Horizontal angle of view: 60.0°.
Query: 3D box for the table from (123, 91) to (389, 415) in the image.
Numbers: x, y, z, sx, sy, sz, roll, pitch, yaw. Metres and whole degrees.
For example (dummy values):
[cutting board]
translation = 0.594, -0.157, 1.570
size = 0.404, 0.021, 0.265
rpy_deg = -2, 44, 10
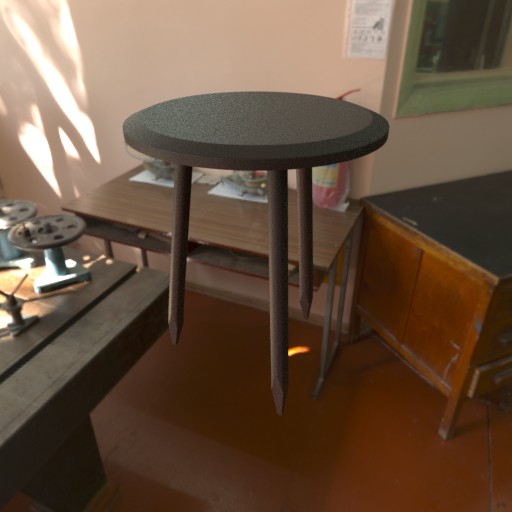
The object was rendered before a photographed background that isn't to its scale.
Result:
[table]
translation = 0.000, 0.000, 0.927
size = 0.457, 0.585, 0.457
rpy_deg = 0, 30, 0
